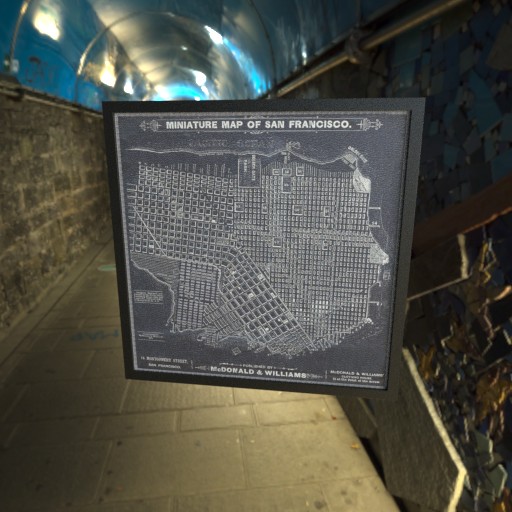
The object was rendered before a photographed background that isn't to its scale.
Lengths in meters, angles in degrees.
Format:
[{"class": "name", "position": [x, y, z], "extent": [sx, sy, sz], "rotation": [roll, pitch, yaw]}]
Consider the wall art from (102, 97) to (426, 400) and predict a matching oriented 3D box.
[{"class": "wall art", "position": [0.000, 0.000, 1.210], "extent": [0.807, 0.807, 0.022], "rotation": [2, 15, 8]}]
